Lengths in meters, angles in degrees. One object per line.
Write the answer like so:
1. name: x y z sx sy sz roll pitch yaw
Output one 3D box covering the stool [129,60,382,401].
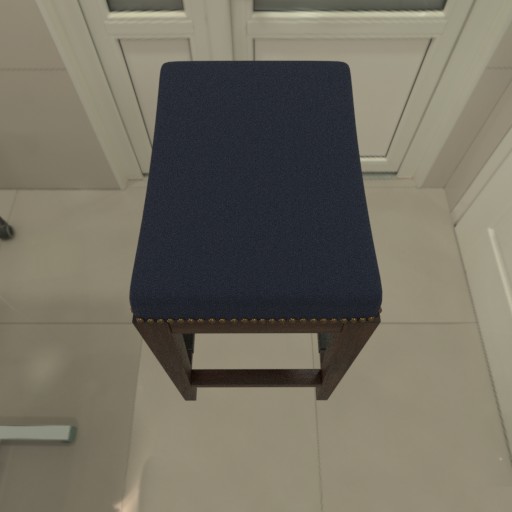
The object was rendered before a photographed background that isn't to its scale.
1. stool: 0.000 0.000 0.962 0.361 0.642 0.500 0 62 0
